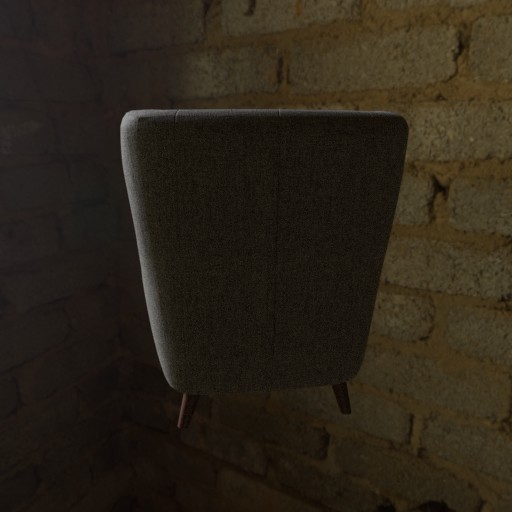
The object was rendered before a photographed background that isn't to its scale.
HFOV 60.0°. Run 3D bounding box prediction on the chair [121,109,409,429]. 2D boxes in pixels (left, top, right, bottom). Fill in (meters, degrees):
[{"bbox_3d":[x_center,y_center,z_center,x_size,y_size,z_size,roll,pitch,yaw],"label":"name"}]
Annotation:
[{"bbox_3d":[0.000,0.000,1.740,0.878,1.063,0.904,-2,16,-7],"label":"chair"}]
